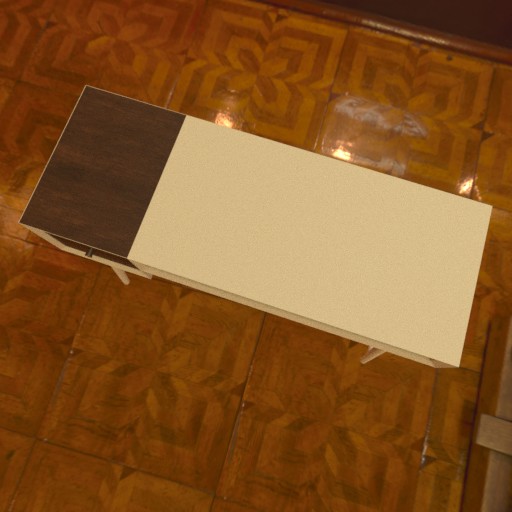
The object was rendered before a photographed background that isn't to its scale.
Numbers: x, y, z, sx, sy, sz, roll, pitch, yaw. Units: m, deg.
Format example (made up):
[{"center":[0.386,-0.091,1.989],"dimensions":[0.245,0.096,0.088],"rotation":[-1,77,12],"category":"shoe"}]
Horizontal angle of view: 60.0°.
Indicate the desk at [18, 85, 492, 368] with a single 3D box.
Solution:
[{"center":[0.000,0.000,1.432],"dimensions":[1.069,0.761,0.409],"rotation":[18,76,5],"category":"desk"}]
